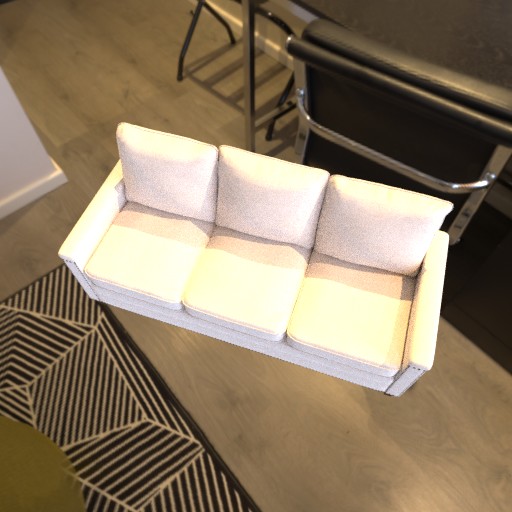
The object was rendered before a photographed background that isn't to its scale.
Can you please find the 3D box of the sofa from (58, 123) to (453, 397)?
[{"bbox_3d":[0.000,0.000,2.450,1.925,0.961,0.828,16,59,10],"label":"sofa"}]
